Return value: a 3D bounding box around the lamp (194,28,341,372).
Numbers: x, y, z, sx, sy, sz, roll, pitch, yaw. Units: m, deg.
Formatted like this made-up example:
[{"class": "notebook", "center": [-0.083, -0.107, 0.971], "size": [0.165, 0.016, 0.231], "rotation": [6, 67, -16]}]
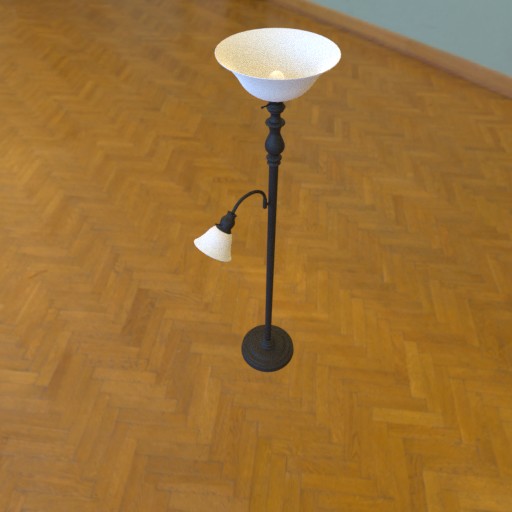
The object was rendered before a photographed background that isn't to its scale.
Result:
[{"class": "lamp", "center": [0.000, 0.000, 2.038], "size": [0.588, 1.793, 0.405], "rotation": [-31, 54, -26]}]
